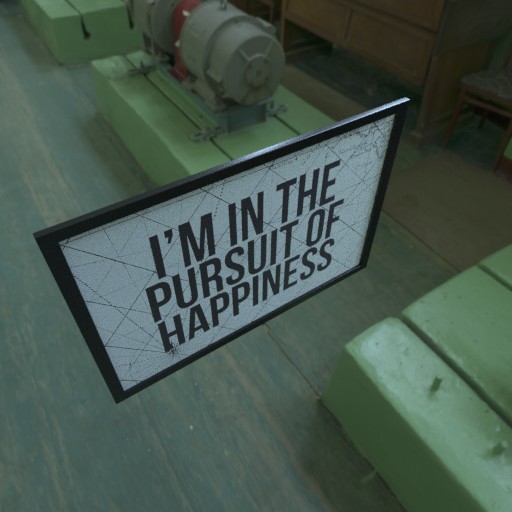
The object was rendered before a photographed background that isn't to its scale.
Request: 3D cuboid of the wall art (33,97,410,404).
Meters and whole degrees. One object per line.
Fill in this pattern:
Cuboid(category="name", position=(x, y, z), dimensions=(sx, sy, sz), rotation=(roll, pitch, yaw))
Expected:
Cuboid(category="wall art", position=(0.000, 0.000, 1.035), dimensions=(0.819, 0.552, 0.015), rotation=(-25, 51, -23))
